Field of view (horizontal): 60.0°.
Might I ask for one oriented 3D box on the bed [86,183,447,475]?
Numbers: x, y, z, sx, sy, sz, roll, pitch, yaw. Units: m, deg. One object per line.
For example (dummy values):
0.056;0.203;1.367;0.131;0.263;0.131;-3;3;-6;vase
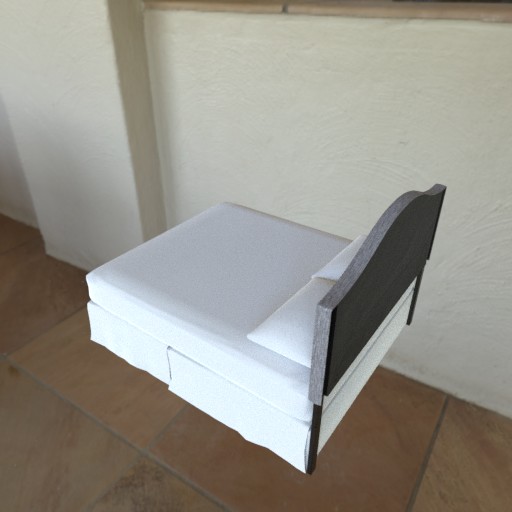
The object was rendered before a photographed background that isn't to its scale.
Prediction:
0.000;0.000;2.991;1.870;1.295;1.610;21;37;30;bed
